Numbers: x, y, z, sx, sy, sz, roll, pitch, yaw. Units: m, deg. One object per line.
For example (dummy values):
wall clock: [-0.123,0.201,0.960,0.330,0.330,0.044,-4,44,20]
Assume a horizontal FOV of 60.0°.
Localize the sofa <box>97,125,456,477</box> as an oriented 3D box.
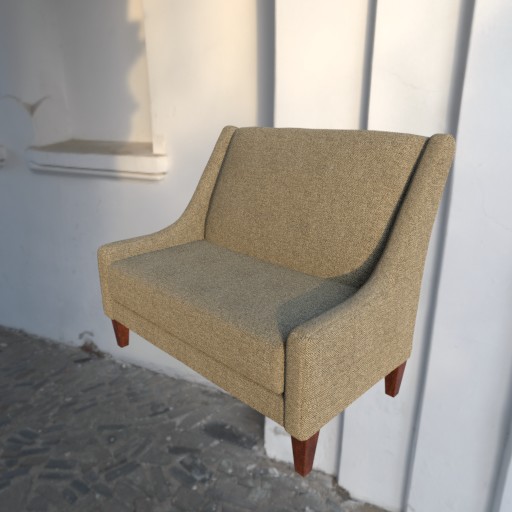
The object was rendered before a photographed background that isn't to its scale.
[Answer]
sofa: [0.000,0.000,1.877,1.242,1.021,0.870,17,25,42]
